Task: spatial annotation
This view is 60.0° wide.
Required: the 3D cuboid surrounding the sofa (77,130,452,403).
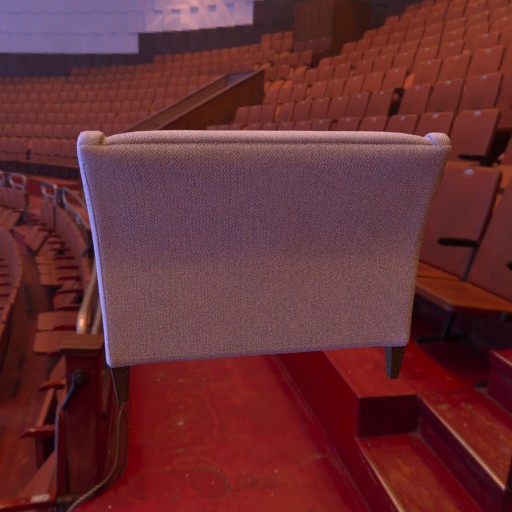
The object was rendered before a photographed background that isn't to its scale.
[{"bbox_3d":[0.000,0.000,1.924,1.242,1.022,0.870,-2,14,-9],"label":"sofa"}]
